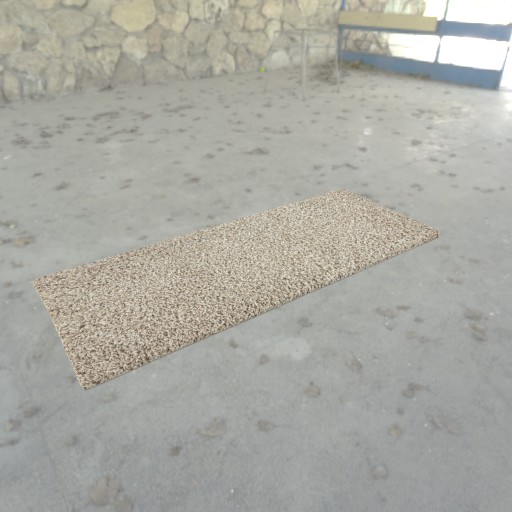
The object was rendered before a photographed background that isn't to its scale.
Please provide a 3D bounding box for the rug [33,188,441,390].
[{"bbox_3d":[0.000,0.000,1.743,1.524,0.030,0.609,-19,36,-29],"label":"rug"}]
